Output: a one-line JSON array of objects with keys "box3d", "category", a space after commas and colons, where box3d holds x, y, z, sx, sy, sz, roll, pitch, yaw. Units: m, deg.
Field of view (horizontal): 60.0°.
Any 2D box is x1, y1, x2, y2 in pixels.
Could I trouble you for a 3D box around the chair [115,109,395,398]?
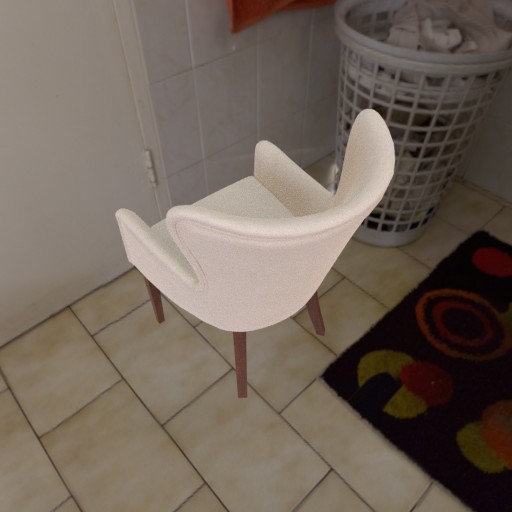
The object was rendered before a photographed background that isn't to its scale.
[{"box3d": [0.000, 0.000, 1.543, 0.696, 0.990, 0.744, -32, 55, -26], "category": "chair"}]
